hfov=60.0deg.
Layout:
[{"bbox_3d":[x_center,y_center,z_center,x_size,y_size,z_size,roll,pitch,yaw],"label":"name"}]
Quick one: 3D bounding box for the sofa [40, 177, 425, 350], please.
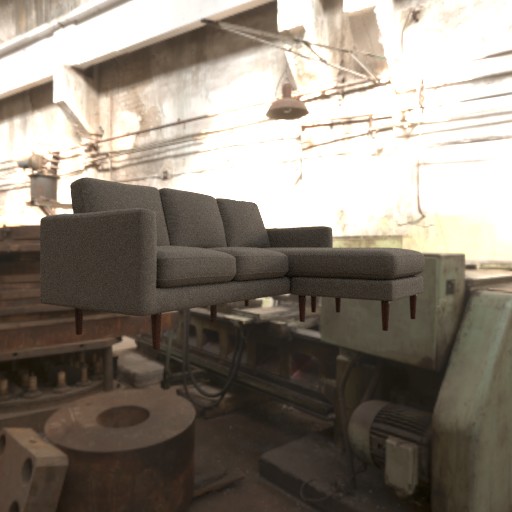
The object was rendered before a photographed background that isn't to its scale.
[{"bbox_3d":[0.000,0.000,2.955,1.667,0.957,2.055,0,1,36],"label":"sofa"}]
